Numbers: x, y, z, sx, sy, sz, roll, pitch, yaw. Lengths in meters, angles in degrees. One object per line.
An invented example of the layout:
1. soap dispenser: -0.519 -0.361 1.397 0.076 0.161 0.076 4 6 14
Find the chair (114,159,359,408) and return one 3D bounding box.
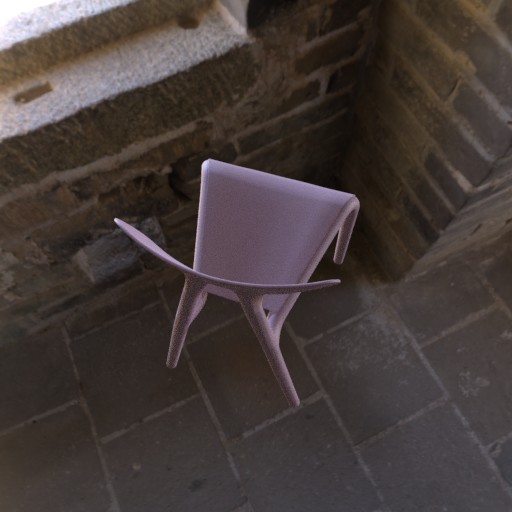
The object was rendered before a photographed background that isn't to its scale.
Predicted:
1. chair: 0.000 0.000 0.839 0.356 0.580 0.401 15 65 8
